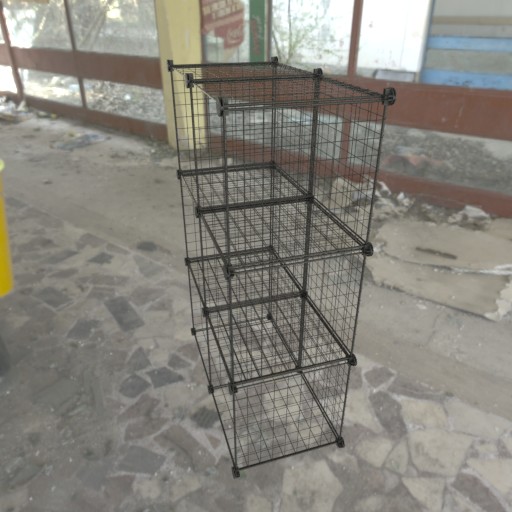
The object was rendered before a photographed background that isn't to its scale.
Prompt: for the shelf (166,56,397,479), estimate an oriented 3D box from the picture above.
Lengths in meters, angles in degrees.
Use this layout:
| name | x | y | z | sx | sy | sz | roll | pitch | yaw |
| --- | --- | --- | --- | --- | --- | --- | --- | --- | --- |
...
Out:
| name | x | y | z | sx | sy | sz | roll | pitch | yaw |
| --- | --- | --- | --- | --- | --- | --- | --- | --- | --- |
| shelf | 0.000 | 0.000 | 1.373 | 0.356 | 1.067 | 0.711 | -9 | 30 | -15 |
